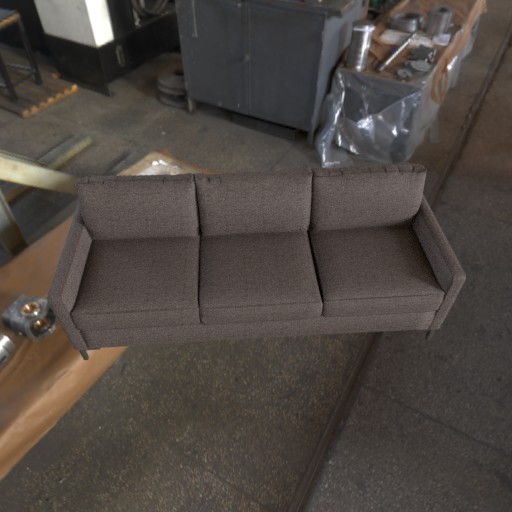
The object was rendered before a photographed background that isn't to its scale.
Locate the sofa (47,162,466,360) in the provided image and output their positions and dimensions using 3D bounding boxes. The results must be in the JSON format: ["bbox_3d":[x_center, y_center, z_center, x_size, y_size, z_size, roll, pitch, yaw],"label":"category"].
[{"bbox_3d":[0.000,0.000,2.738,2.253,0.882,0.876,-3,46,-3],"label":"sofa"}]
